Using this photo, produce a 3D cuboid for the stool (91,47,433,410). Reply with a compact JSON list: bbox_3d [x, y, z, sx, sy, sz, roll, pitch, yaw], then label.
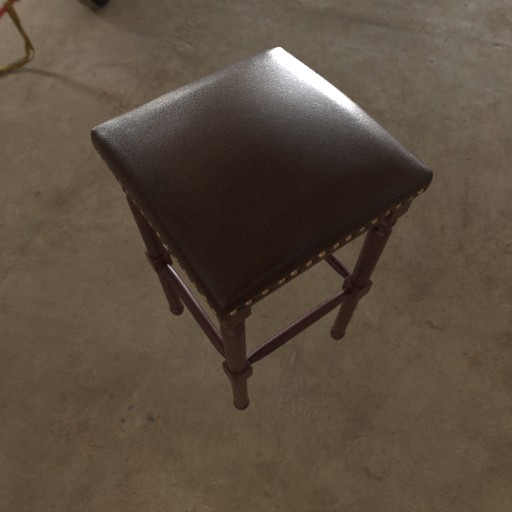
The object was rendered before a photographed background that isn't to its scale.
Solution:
[{"bbox_3d":[0.000,0.000,0.927,0.382,0.702,0.383,-31,63,-18],"label":"stool"}]
